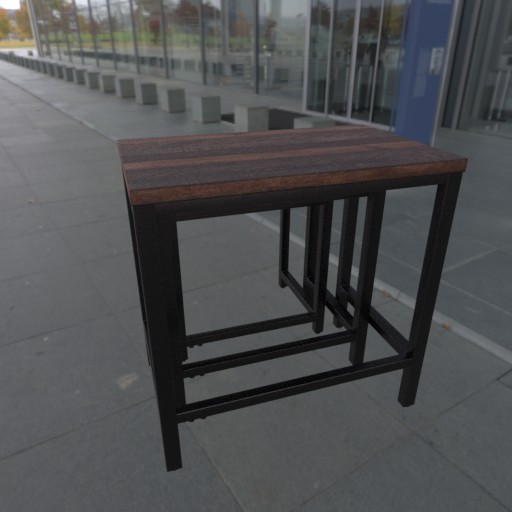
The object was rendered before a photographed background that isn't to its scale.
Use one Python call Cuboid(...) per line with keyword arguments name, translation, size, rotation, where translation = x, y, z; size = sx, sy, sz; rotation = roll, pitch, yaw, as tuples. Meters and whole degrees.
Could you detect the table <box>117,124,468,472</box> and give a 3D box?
Cuboid(name="table", translation=(0.000, 0.000, 1.148), size=(0.608, 0.616, 0.660), rotation=(-8, 27, -16))
